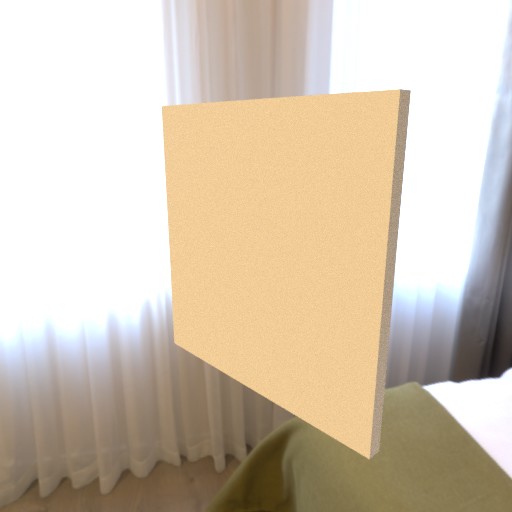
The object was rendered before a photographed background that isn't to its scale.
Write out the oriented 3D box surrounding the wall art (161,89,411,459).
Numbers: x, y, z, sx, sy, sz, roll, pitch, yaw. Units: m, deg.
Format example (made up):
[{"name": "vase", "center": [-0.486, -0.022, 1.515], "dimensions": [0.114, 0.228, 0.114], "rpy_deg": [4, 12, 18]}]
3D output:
[{"name": "wall art", "center": [0.000, 0.000, 0.840], "dimensions": [0.028, 0.559, 0.559], "rpy_deg": [-14, 21, -42]}]
